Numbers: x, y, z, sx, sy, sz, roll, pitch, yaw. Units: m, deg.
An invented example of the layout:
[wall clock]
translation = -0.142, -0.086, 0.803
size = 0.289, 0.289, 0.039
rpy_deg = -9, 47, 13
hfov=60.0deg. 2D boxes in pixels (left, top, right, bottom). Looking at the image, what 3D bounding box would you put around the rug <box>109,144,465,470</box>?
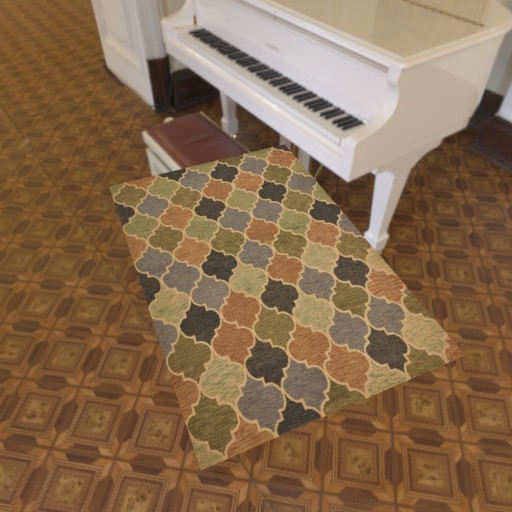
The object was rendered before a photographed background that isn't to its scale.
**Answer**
[rug]
translation = 0.000, 0.000, 2.953
size = 1.521, 0.006, 2.284
rpy_deg = -17, 49, -16
